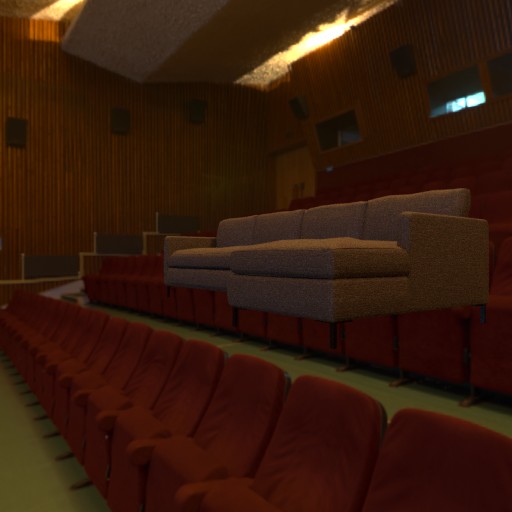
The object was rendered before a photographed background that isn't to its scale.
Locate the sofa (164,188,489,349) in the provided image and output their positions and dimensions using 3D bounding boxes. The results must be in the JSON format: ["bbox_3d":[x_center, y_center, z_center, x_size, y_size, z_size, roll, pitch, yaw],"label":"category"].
[{"bbox_3d":[0.000,0.000,3.724,1.483,0.892,3.221,0,-1,-36],"label":"sofa"}]
